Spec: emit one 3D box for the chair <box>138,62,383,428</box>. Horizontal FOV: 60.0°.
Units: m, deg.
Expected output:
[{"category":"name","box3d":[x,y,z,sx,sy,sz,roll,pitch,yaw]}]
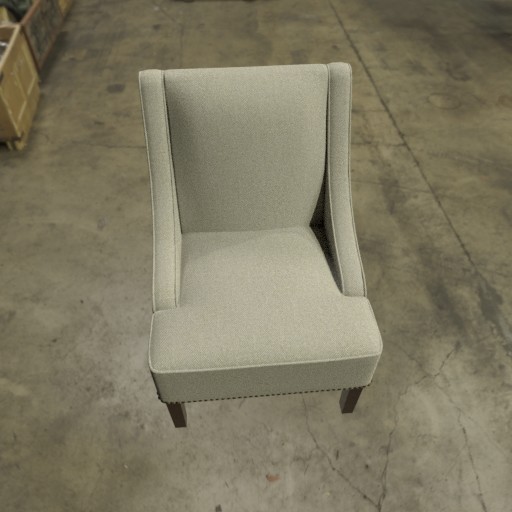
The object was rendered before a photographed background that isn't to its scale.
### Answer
[{"category":"chair","box3d":[0.000,0.000,1.371,0.628,0.872,0.748,-4,47,-3]}]
